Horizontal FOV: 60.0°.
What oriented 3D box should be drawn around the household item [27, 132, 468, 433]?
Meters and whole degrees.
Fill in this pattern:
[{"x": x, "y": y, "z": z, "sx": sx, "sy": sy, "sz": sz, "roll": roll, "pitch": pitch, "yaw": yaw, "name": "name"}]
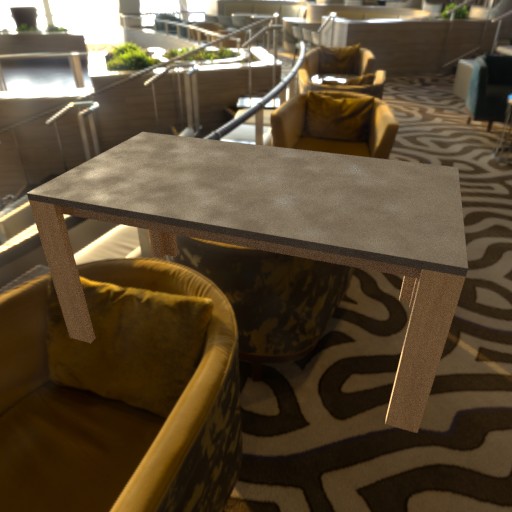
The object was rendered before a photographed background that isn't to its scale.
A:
[{"x": 0.000, "y": 0.000, "z": 2.048, "sx": 1.600, "sy": 0.755, "sz": 0.850, "roll": 11, "pitch": 34, "yaw": 16, "name": "household item"}]
